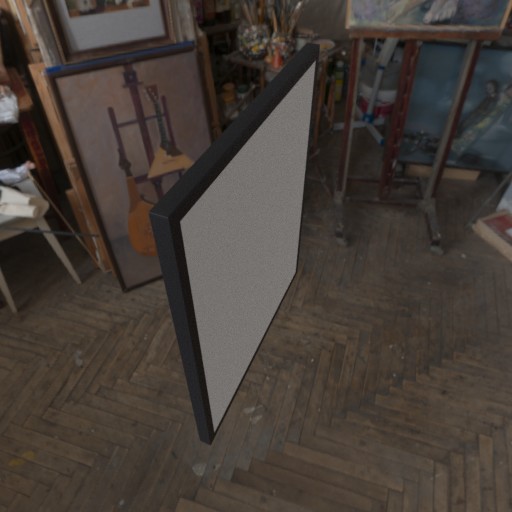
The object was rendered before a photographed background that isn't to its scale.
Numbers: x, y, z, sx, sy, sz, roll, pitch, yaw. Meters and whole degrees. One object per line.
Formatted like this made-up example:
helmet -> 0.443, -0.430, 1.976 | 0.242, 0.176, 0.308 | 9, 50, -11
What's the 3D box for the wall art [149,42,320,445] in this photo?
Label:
wall art -> 0.000, 0.000, 0.710 | 0.021, 0.509, 0.430 | 17, 48, 16
